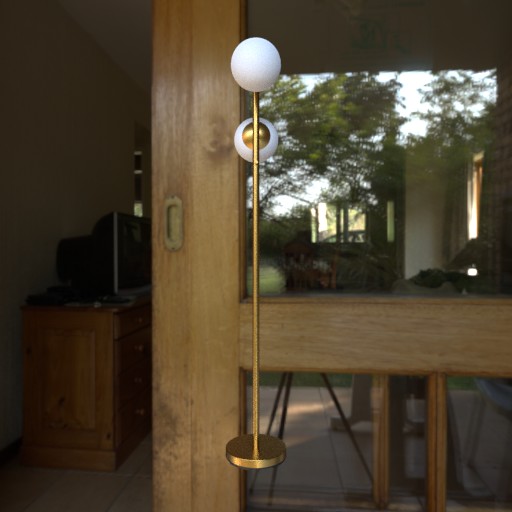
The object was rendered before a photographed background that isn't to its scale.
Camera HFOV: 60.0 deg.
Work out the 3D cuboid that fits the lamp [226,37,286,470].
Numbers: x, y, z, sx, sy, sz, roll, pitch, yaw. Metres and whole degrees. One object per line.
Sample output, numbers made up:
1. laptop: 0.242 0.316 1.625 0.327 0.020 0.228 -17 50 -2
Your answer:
1. lamp: 0.000 0.000 1.808 0.249 1.641 0.419 0 1 0
